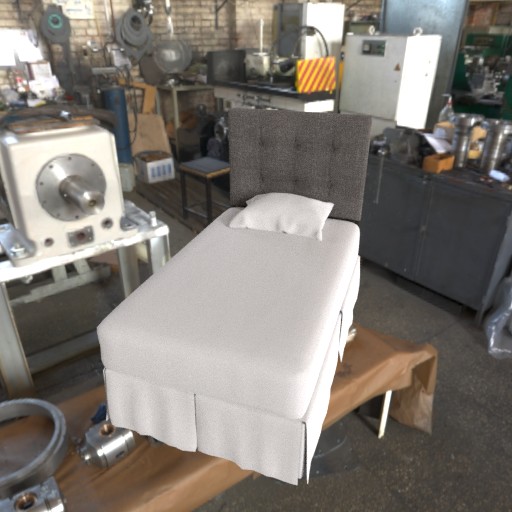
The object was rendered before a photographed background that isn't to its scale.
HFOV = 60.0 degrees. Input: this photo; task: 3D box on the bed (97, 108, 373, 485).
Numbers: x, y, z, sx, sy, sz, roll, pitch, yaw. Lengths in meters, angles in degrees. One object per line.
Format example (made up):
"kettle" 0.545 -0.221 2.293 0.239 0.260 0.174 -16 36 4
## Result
"bed" 0.000 0.000 2.961 1.261 1.571 1.997 9 29 17
